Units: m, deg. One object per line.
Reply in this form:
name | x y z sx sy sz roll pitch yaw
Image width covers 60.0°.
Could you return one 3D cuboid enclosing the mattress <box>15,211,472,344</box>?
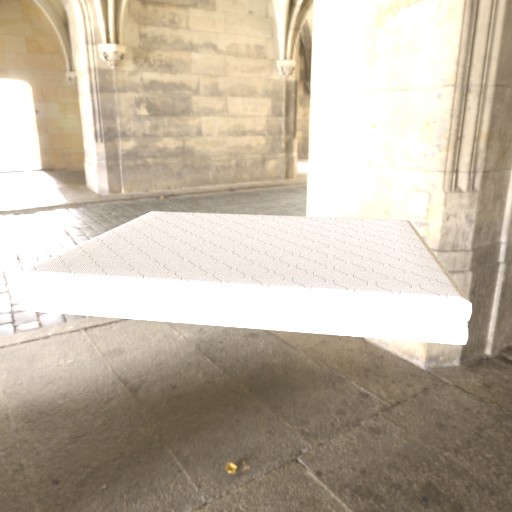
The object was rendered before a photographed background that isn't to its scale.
mattress | 0.000 0.000 2.663 2.000 0.200 1.600 3 17 10
